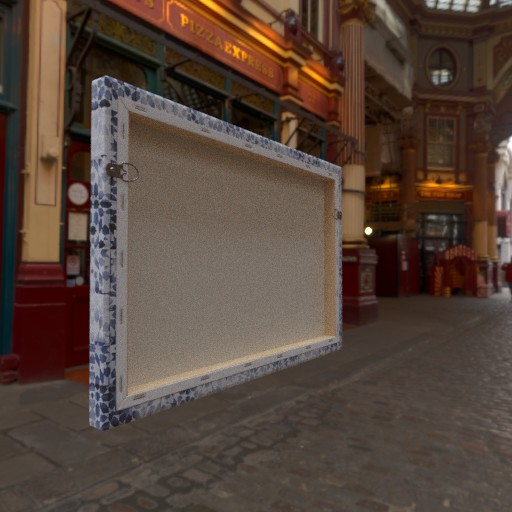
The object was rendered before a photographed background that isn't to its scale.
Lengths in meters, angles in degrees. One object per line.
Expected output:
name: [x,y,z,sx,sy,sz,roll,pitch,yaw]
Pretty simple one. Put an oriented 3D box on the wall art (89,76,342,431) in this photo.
wall art: [0.000,0.000,0.754,0.030,0.406,0.608,-1,-1,37]
